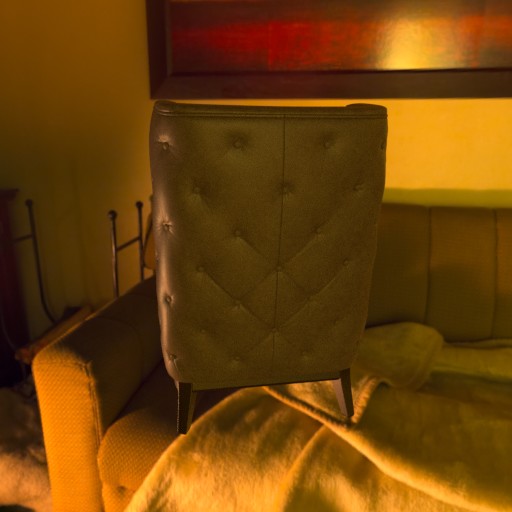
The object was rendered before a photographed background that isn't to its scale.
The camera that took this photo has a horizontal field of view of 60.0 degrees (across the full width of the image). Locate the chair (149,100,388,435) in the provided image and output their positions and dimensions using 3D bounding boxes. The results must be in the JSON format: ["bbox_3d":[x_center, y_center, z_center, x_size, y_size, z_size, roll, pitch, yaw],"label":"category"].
[{"bbox_3d":[0.000,0.000,1.680,0.769,1.079,0.899,-2,14,-9],"label":"chair"}]
